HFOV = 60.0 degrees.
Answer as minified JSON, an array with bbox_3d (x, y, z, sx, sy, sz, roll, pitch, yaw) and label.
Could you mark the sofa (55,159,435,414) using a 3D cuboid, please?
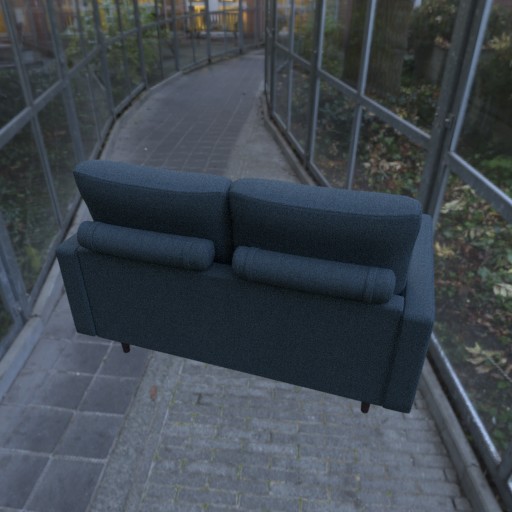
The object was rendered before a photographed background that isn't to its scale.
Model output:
[{"bbox_3d":[0.000,0.000,1.906,1.407,0.907,0.842,10,32,16],"label":"sofa"}]
